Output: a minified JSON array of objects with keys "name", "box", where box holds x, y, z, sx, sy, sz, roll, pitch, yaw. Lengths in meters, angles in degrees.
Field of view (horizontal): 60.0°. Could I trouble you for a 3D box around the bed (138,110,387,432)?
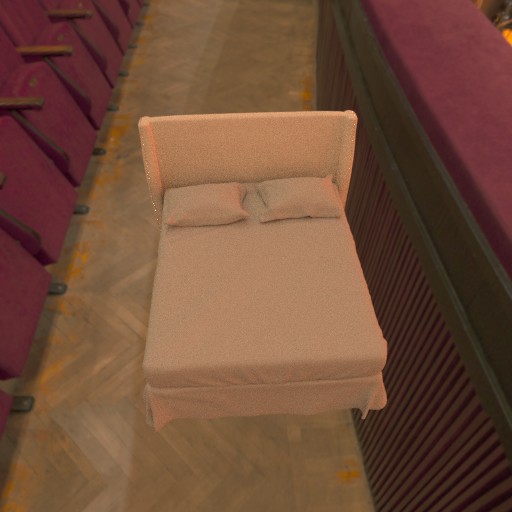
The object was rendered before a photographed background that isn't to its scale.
[{"name":"bed","box":[0.000,0.000,3.614,1.925,1.332,2.276,-3,47,-2]}]
